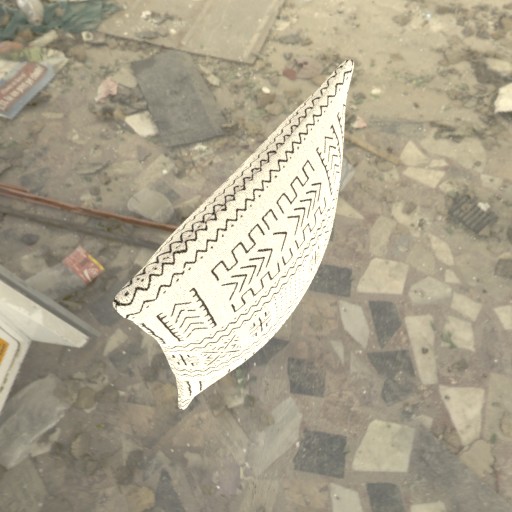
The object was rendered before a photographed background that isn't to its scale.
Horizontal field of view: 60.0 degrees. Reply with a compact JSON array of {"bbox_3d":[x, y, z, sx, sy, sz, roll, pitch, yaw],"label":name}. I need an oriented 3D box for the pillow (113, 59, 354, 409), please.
[{"bbox_3d":[0.000,0.000,0.663,0.164,0.430,0.438,31,64,17],"label":"pillow"}]
